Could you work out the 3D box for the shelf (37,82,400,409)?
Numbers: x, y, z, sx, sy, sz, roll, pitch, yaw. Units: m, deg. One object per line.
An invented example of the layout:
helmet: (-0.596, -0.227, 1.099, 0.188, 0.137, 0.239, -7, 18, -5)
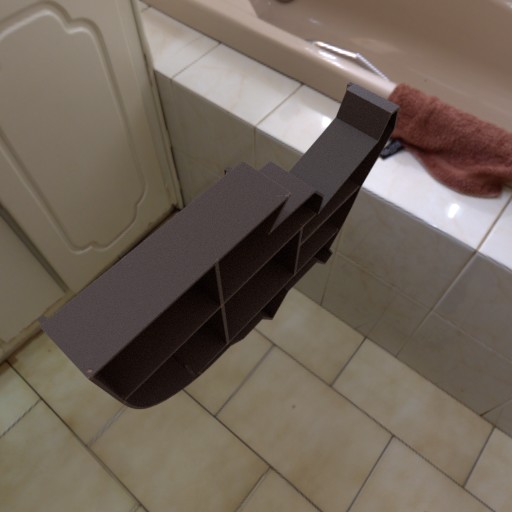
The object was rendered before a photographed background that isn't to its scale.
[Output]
shelf: (0.000, 0.000, 0.879, 0.112, 0.439, 0.729, 37, 65, 21)
